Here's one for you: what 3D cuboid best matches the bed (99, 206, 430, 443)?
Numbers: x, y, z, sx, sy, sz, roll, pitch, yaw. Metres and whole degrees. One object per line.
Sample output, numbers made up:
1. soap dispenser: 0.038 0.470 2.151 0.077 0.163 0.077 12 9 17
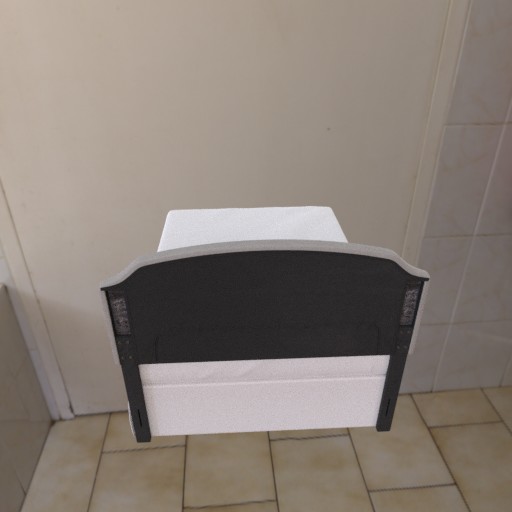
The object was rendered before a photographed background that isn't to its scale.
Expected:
1. bed: 0.000 0.000 3.098 1.558 1.270 1.999 -2 30 -3
